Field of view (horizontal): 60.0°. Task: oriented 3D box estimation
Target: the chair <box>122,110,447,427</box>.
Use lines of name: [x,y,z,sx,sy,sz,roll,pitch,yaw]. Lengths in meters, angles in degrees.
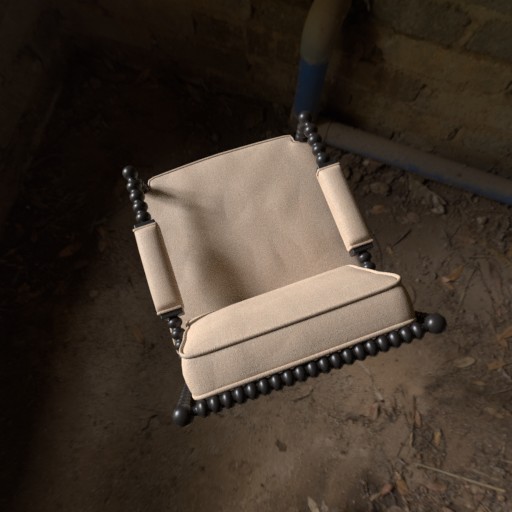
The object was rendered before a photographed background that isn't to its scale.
chair: [0.000,0.000,1.186,0.555,0.703,0.657,-19,77,-5]
